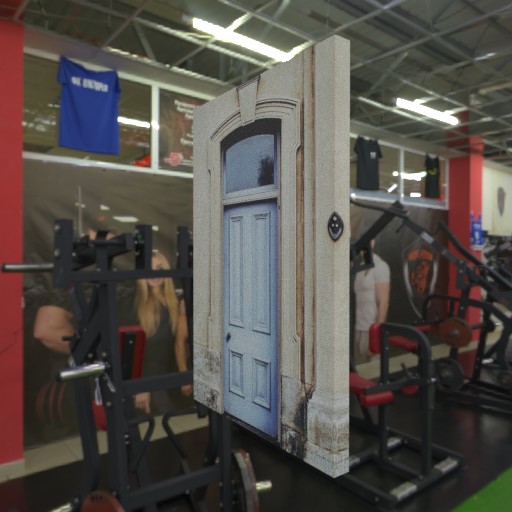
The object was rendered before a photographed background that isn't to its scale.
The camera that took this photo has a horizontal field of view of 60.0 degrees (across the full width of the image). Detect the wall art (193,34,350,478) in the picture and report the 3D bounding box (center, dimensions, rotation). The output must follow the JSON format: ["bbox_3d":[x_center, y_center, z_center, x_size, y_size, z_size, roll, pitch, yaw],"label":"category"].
[{"bbox_3d":[0.000,0.000,0.979,0.038,0.764,0.508,-1,1,-36],"label":"wall art"}]
